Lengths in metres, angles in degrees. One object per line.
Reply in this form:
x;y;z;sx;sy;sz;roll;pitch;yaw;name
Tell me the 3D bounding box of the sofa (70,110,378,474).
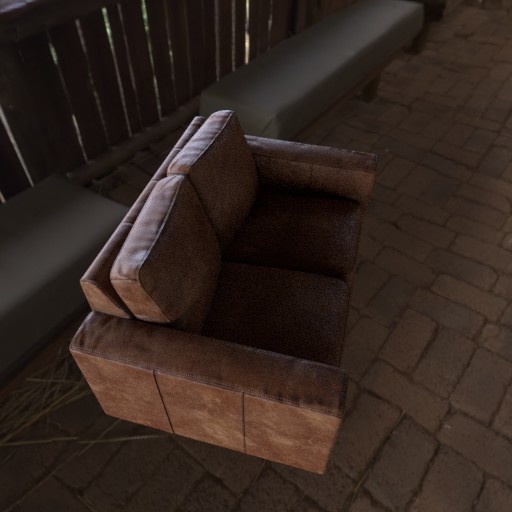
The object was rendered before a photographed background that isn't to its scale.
0.000;0.000;2.228;1.041;0.889;1.626;11;48;10;sofa
